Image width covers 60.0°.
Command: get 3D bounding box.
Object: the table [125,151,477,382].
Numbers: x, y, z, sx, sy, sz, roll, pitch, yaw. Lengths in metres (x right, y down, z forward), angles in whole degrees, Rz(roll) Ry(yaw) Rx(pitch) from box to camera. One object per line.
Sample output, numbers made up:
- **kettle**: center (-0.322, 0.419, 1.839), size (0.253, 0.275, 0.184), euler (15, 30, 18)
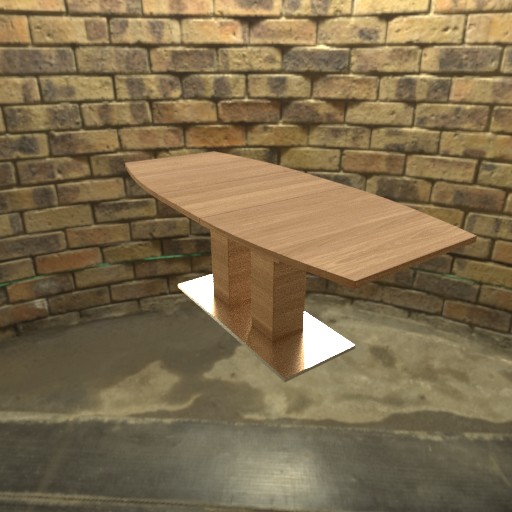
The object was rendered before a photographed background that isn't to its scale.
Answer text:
- **table**: center (0.000, 0.000, 2.450), size (0.900, 0.750, 2.032), euler (-16, 29, -31)
